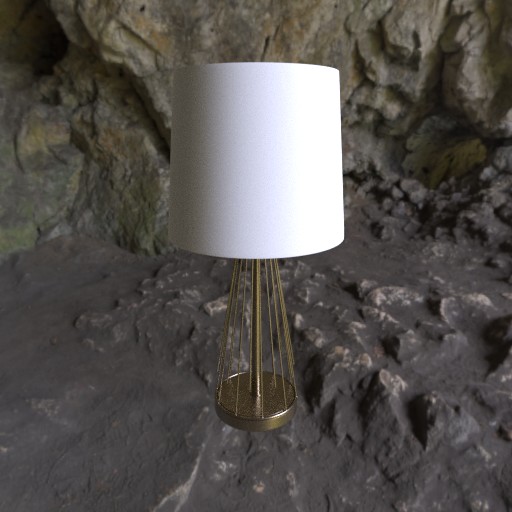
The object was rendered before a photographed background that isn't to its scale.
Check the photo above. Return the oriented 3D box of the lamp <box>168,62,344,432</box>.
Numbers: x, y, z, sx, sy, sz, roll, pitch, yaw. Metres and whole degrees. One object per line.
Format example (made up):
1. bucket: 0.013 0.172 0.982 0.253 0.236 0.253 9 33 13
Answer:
1. lamp: 0.000 0.000 0.790 0.303 0.618 0.303 0 17 0
